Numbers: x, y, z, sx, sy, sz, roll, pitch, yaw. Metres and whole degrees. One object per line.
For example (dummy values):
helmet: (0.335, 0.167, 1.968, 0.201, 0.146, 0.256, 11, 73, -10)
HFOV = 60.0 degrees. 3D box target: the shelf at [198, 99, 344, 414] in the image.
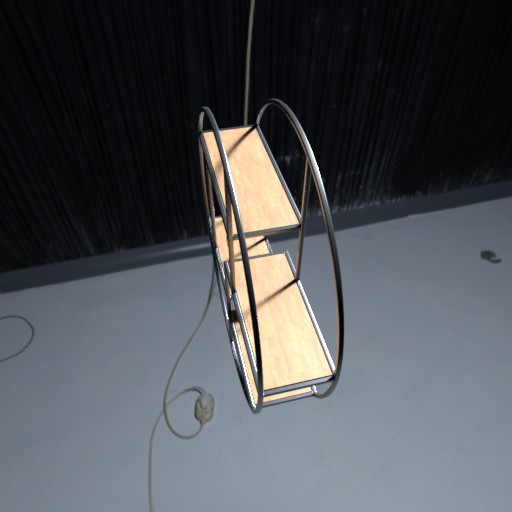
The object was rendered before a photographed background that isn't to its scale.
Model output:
shelf: (0.000, 0.000, 1.352, 0.202, 0.888, 0.888, -10, 47, -9)
